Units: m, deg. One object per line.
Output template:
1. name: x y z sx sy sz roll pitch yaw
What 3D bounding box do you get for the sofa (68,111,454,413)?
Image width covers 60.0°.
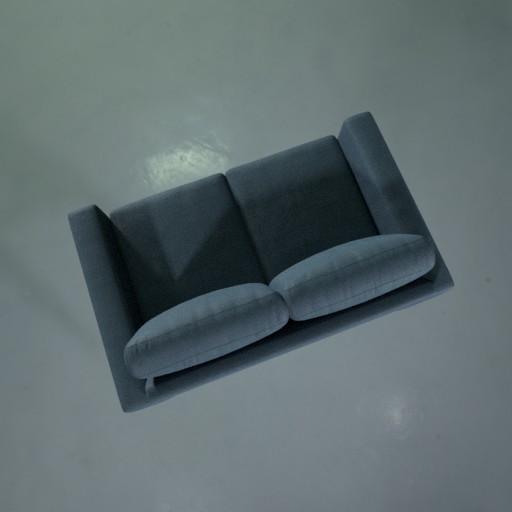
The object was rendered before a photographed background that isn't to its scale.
1. sofa: 0.000 0.000 2.119 1.489 0.903 0.955 -20 77 -5
